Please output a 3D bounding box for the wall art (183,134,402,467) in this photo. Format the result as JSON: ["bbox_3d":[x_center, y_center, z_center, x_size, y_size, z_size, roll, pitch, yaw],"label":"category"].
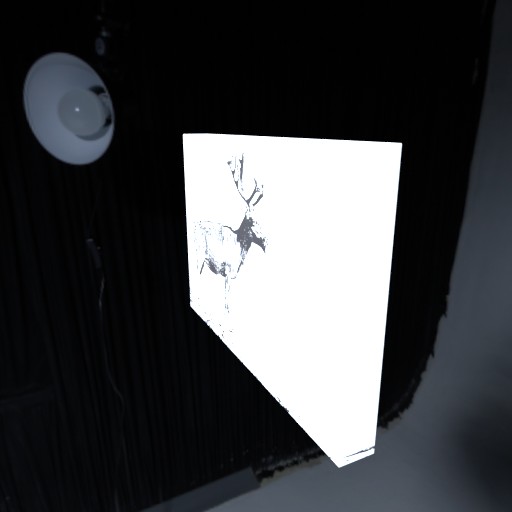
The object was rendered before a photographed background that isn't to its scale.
[{"bbox_3d":[0.000,0.000,0.501,0.038,0.259,0.381,-8,18,-25],"label":"wall art"}]
